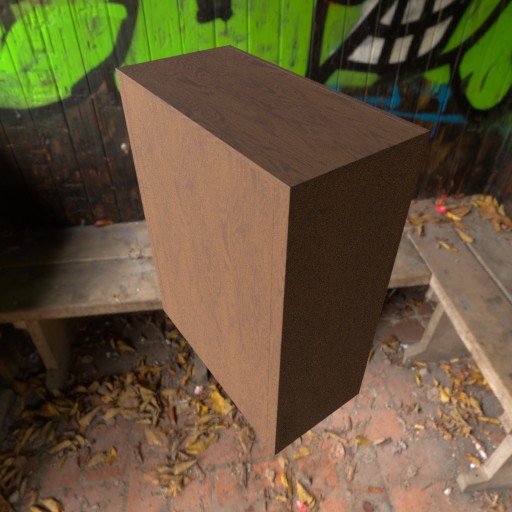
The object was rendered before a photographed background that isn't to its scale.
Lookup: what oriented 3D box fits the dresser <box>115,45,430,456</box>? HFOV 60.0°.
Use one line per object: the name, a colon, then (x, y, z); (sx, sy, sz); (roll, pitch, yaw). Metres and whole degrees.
dresser: (0.000, 0.000, 1.796); (0.516, 1.320, 0.964); (-25, 47, -26)
